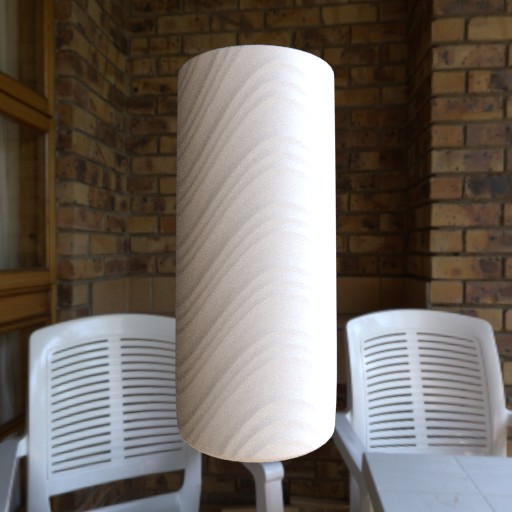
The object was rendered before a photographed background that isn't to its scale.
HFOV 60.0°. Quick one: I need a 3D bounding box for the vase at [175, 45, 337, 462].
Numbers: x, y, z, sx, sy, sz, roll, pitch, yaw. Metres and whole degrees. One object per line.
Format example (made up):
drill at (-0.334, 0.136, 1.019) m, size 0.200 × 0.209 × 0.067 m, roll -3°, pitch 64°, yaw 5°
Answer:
vase at (0.000, 0.000, 0.399) m, size 0.143 × 0.316 × 0.143 m, roll 0°, pitch 1°, yaw 0°
